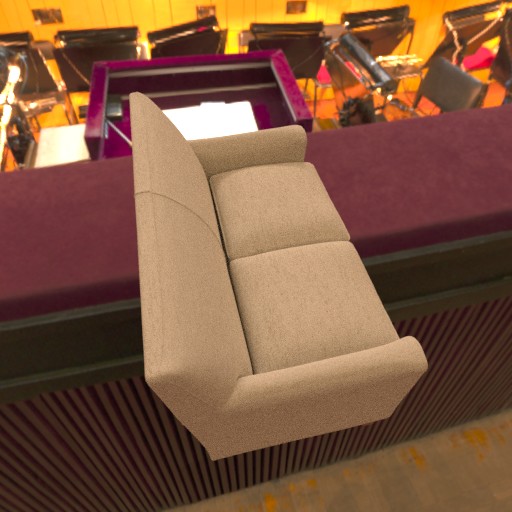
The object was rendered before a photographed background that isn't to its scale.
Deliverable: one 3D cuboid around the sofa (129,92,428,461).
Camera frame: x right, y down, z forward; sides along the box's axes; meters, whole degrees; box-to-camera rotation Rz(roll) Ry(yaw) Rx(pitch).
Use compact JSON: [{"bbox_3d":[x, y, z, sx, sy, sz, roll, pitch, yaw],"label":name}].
[{"bbox_3d":[0.000,0.000,1.958,0.891,0.892,1.482,-9,48,-8],"label":"sofa"}]
